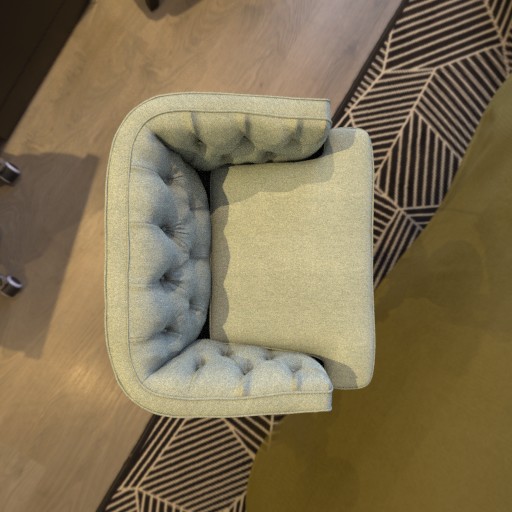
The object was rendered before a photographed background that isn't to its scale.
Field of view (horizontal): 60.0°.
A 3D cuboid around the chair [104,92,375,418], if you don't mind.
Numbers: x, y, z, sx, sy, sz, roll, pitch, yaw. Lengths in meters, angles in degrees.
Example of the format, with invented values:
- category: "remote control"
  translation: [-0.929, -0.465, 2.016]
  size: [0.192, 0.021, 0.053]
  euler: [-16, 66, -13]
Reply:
- category: "chair"
  translation: [0.000, 0.000, 1.780]
  size: [0.945, 0.852, 1.094]
  euler: [0, 89, 0]
